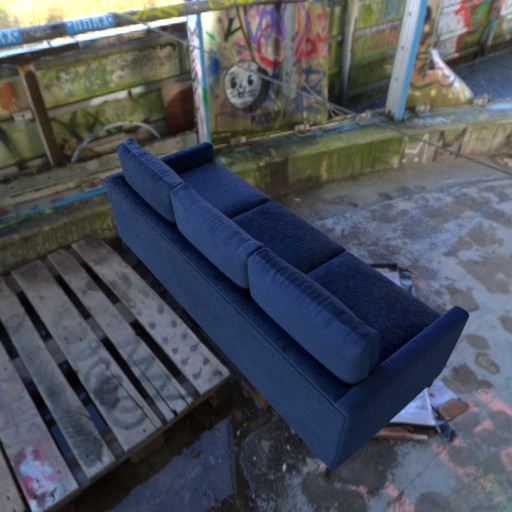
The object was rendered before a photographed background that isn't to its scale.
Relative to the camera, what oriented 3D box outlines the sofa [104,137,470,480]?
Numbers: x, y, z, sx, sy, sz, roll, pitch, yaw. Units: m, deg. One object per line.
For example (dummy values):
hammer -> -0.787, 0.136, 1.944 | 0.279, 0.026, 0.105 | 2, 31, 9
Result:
sofa -> 0.000, 0.000, 2.657 | 0.875, 0.879, 2.252 | -28, 48, -28
